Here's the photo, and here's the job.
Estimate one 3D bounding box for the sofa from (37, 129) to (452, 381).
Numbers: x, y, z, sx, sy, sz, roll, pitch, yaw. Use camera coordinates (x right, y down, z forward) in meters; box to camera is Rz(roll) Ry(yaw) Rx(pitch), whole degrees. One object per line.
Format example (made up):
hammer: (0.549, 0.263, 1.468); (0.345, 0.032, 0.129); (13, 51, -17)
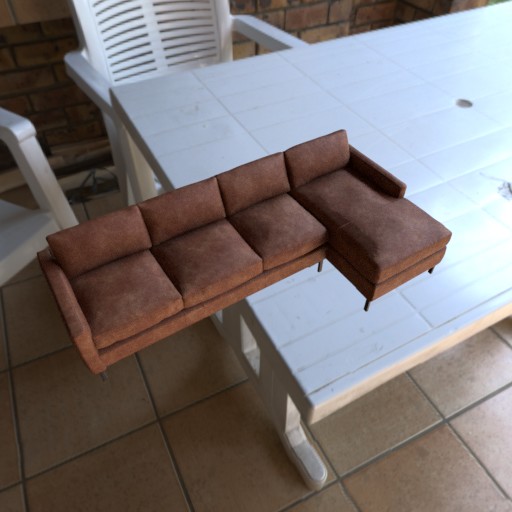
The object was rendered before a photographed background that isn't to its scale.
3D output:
sofa: (0.000, 0.000, 3.584); (2.993, 0.859, 1.471); (-25, 51, -22)
